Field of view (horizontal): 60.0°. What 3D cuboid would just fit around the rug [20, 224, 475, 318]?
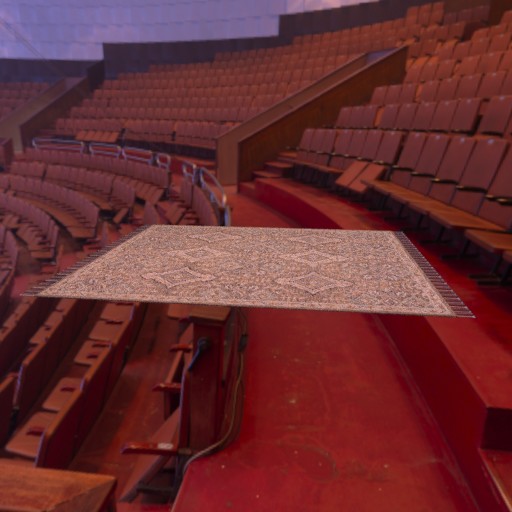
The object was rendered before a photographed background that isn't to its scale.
[{"bbox_3d":[0.000,0.000,4.095,3.056,0.010,2.437,2,16,7],"label":"rug"}]
